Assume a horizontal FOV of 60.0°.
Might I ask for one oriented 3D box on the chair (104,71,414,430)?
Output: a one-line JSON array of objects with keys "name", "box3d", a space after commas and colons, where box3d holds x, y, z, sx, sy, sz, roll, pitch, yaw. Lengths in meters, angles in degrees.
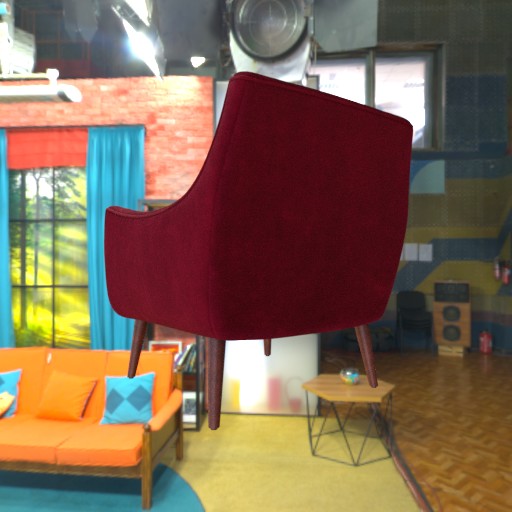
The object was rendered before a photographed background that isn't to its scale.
[{"name": "chair", "box3d": [0.000, 0.000, 1.431, 0.762, 0.838, 0.787, 0, 0, -36]}]
